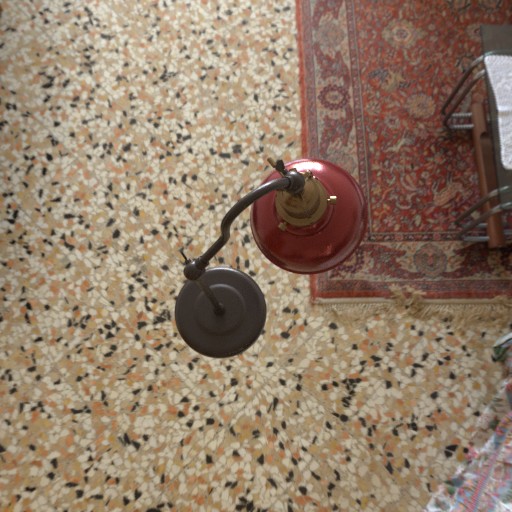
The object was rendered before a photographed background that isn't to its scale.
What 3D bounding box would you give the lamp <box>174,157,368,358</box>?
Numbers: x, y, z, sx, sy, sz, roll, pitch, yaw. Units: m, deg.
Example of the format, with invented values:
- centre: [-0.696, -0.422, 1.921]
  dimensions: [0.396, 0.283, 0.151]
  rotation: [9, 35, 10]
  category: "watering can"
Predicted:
- centre: [0.000, 0.000, 0.694]
  dimensions: [0.374, 0.508, 0.192]
  rotation: [-35, 78, -9]
  category: "lamp"
